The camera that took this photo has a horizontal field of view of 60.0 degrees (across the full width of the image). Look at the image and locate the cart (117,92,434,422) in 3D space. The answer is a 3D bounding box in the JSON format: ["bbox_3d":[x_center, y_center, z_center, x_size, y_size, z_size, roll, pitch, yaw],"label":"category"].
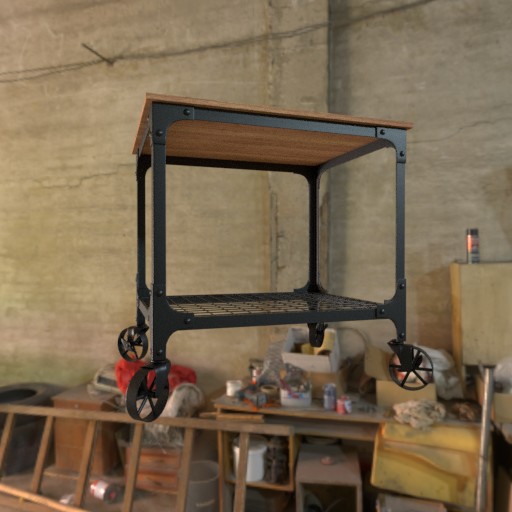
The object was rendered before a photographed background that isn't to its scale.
[{"bbox_3d":[0.000,0.000,1.136,0.666,0.603,0.558,0,0,-19],"label":"cart"}]
